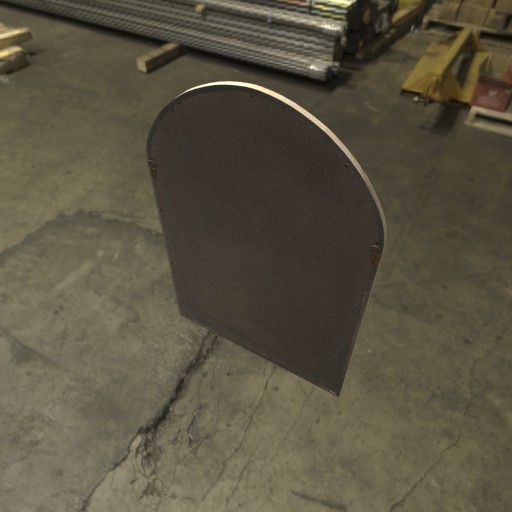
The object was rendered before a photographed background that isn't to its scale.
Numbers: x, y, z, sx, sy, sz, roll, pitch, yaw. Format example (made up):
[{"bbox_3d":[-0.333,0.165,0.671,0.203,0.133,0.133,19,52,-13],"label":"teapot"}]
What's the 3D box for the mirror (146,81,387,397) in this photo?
[{"bbox_3d":[0.000,0.000,1.145,0.609,0.915,0.032,23,51,20],"label":"mirror"}]
